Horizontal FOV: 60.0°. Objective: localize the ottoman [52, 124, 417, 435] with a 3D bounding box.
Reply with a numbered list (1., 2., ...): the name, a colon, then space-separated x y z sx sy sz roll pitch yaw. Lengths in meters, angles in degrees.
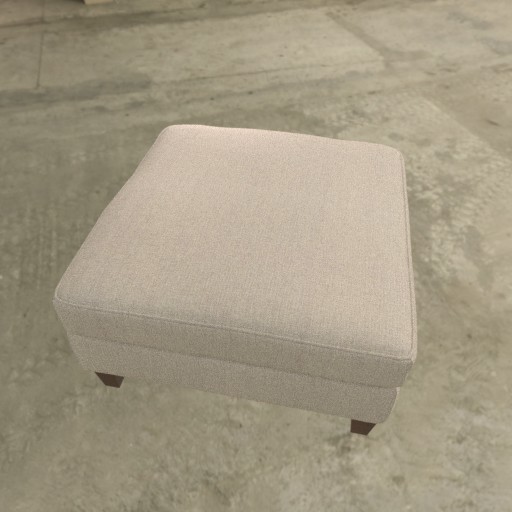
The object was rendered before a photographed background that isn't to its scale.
1. ottoman: 0.000 0.000 1.356 0.838 0.481 0.838 8 46 8
